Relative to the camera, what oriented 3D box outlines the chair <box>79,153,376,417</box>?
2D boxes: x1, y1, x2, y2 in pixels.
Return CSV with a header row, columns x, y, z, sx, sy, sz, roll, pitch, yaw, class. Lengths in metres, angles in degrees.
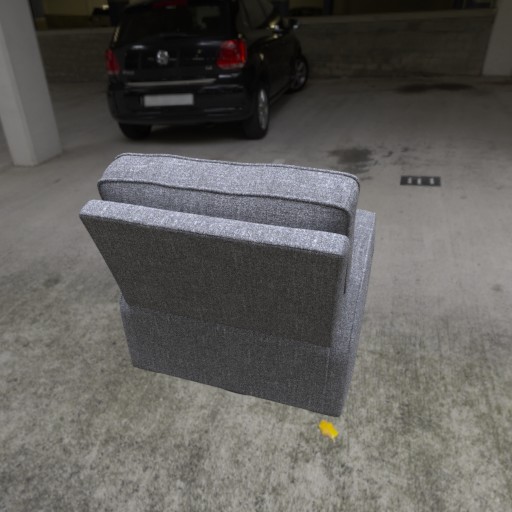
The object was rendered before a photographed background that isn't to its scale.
x,y,z,sx,sy,sz,roll,pitch,yaw,class
0.000,0.000,1.709,0.861,0.962,0.964,9,33,15,chair
